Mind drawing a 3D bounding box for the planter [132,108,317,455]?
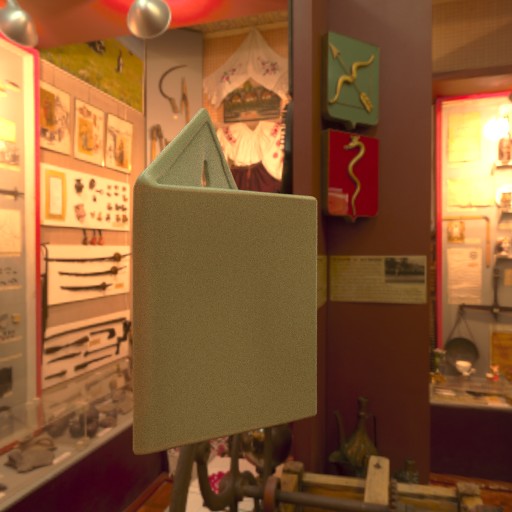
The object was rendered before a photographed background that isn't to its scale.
[{"bbox_3d":[0.000,0.000,0.286,0.079,0.197,0.164,0,1,18],"label":"planter"}]
